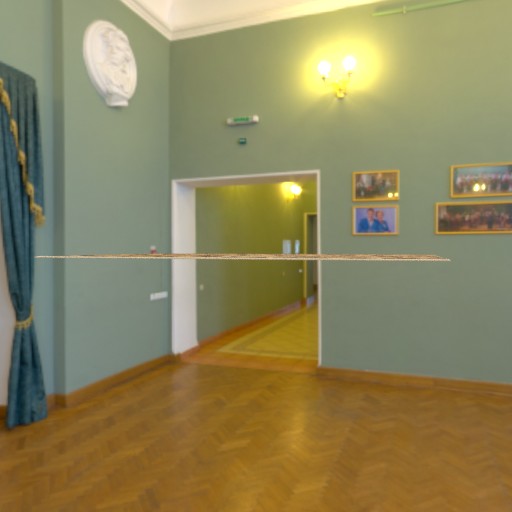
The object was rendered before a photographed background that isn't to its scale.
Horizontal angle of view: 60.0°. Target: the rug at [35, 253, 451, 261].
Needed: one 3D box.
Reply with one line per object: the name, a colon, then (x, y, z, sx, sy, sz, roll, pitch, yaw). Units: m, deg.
rug: (0.000, 0.000, 2.974, 2.284, 0.008, 1.522, 0, 1, 19)
